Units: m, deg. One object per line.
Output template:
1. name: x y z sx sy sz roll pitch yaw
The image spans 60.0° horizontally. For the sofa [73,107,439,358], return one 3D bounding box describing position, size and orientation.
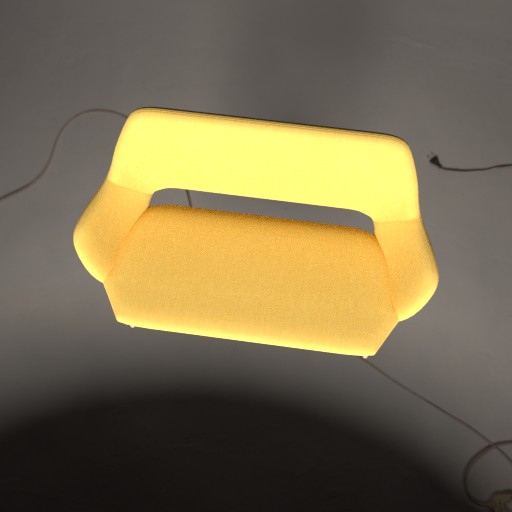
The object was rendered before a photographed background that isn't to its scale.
1. sofa: 0.000 0.000 1.601 1.150 0.840 0.610 7 75 2
